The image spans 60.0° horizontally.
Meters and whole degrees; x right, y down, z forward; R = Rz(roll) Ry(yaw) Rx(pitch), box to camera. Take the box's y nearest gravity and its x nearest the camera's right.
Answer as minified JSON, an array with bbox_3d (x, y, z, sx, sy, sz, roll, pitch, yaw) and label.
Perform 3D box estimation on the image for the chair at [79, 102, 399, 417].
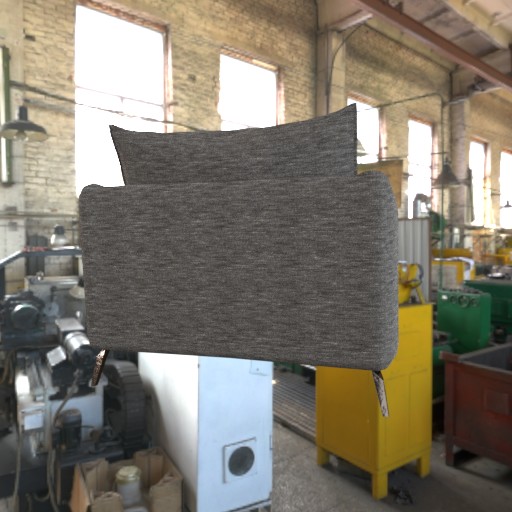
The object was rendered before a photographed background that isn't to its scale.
[{"bbox_3d":[0.000,0.000,1.645,1.004,0.842,0.805,0,1,17],"label":"chair"}]
